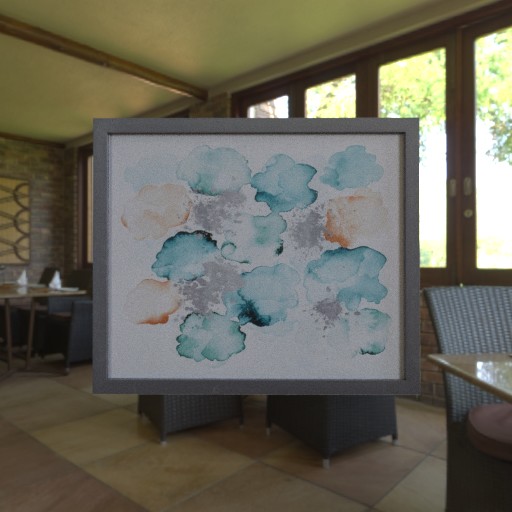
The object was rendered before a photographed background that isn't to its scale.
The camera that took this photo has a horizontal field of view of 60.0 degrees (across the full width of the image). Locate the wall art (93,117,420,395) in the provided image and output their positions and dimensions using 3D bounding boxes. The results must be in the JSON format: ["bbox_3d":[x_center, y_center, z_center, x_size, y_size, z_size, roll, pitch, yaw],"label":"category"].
[{"bbox_3d":[0.000,0.000,0.906,0.660,0.558,0.026,0,0,0],"label":"wall art"}]
